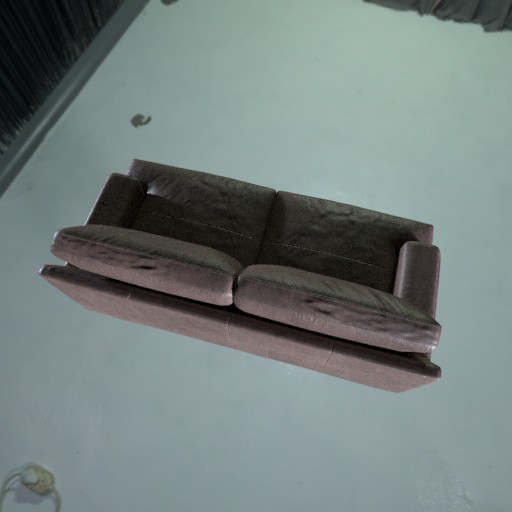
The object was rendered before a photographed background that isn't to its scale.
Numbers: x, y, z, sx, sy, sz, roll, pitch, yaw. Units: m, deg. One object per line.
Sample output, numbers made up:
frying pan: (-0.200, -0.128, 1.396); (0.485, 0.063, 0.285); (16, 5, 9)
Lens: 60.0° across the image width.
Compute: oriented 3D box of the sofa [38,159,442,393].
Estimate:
sofa: (0.000, 0.000, 2.793); (2.261, 0.941, 1.143); (14, 64, 7)
